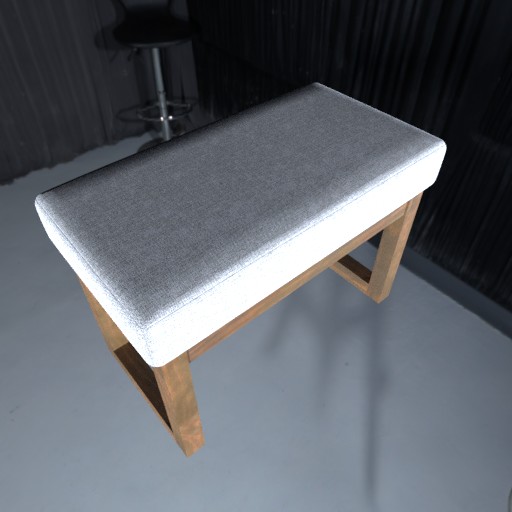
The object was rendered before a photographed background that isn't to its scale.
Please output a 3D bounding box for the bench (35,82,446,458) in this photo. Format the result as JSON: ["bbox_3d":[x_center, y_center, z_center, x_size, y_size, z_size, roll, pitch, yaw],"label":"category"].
[{"bbox_3d":[0.000,0.000,0.952,0.681,0.467,0.366,-31,53,-27],"label":"bench"}]
